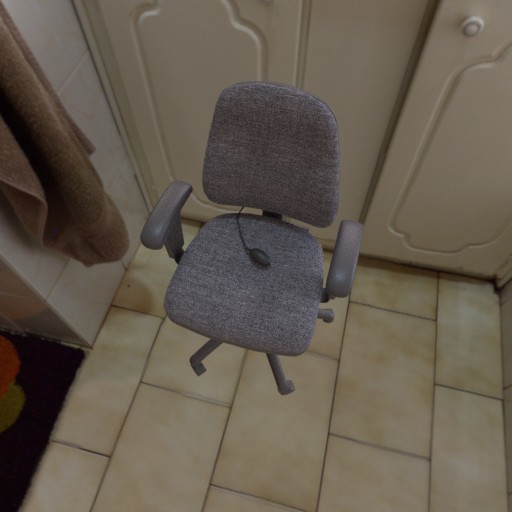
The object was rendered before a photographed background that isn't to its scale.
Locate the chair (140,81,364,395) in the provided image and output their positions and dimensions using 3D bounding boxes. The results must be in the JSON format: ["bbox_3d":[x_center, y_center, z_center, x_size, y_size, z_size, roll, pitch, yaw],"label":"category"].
[{"bbox_3d":[0.000,0.000,1.259,0.550,0.910,0.530,14,59,9],"label":"chair"}]
